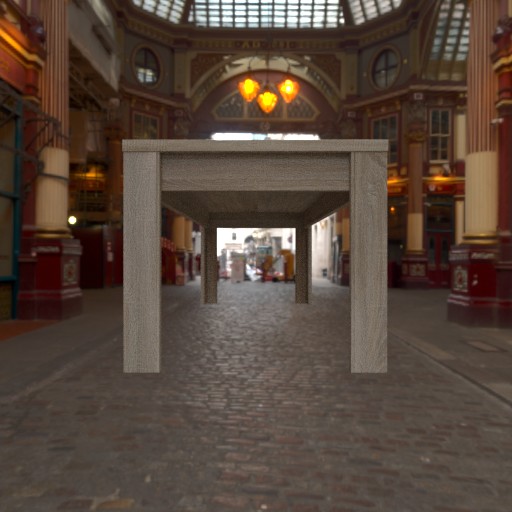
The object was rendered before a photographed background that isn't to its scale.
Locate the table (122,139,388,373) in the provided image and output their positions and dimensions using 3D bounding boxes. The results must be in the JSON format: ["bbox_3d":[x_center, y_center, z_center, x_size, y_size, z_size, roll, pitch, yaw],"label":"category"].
[{"bbox_3d":[0.000,0.000,2.600,0.900,0.790,2.200,0,0,0],"label":"table"}]
